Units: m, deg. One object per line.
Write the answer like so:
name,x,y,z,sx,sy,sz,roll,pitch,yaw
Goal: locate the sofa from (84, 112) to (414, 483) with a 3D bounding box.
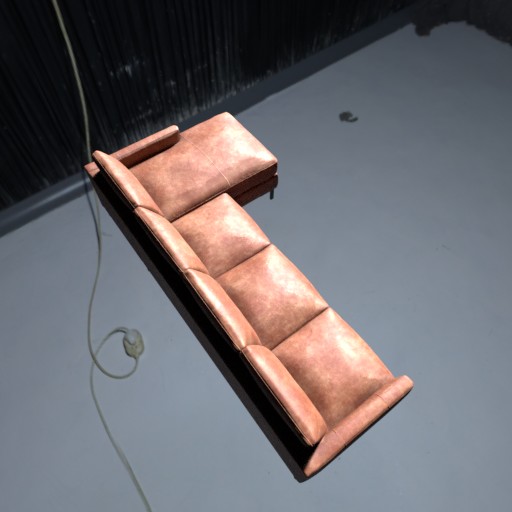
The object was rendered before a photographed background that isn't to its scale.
sofa,0.000,0.000,3.560,1.471,0.859,2.993,-32,64,-18
